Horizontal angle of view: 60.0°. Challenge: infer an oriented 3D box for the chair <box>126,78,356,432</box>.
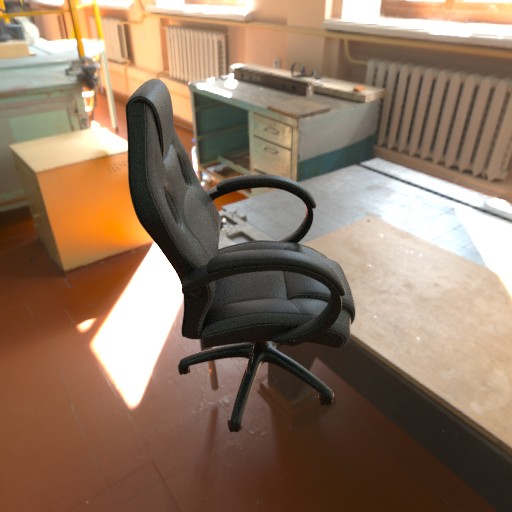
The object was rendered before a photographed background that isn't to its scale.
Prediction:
[{"bbox_3d":[0.000,0.000,1.612,0.724,1.187,0.673,-1,32,-1],"label":"chair"}]
